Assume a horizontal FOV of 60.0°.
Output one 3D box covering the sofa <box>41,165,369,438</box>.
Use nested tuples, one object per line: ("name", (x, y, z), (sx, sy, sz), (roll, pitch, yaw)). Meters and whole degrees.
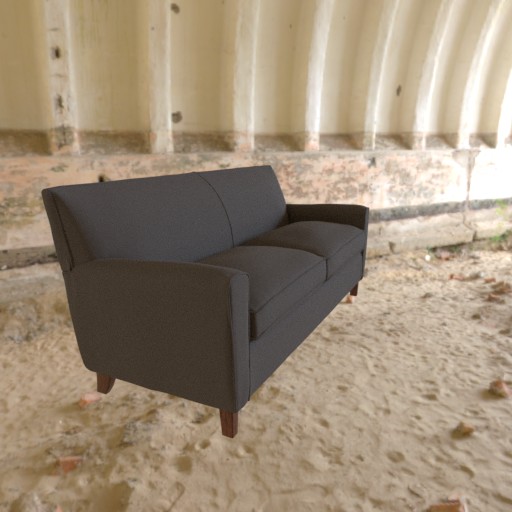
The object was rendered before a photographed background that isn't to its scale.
("sofa", (0.000, 0.000, 2.471), (0.843, 0.907, 2.002), (7, 16, 26))
